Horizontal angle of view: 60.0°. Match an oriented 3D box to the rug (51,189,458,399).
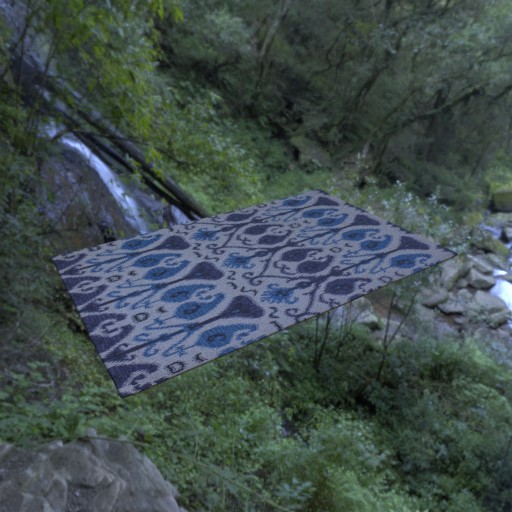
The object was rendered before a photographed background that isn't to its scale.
[{"bbox_3d":[0.000,0.000,2.171,1.698,0.013,1.072,-18,34,-28],"label":"rug"}]
